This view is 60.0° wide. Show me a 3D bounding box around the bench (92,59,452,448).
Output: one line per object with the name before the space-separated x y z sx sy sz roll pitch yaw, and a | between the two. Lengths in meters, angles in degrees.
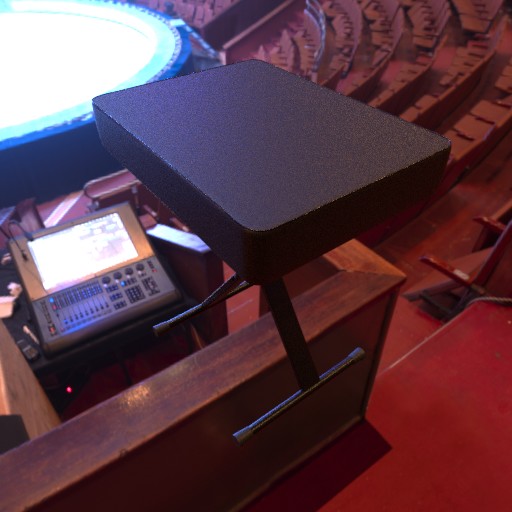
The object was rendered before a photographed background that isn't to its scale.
bench | 0.000 0.000 0.771 0.321 0.500 0.424 -26 47 -27
